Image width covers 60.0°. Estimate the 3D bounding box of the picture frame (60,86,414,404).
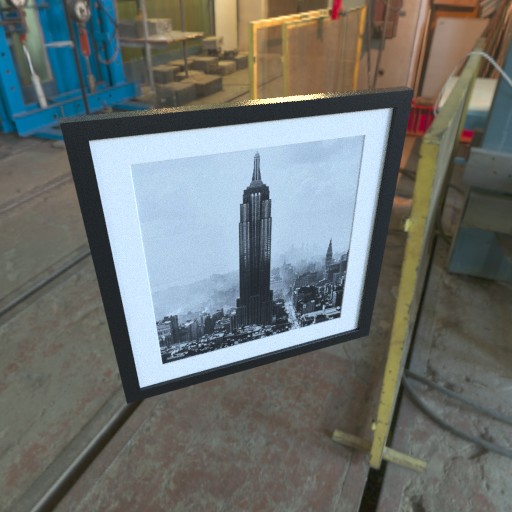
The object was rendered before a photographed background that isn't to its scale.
[{"bbox_3d":[0.000,0.000,0.825,0.559,0.557,0.029,-12,35,-17],"label":"picture frame"}]
